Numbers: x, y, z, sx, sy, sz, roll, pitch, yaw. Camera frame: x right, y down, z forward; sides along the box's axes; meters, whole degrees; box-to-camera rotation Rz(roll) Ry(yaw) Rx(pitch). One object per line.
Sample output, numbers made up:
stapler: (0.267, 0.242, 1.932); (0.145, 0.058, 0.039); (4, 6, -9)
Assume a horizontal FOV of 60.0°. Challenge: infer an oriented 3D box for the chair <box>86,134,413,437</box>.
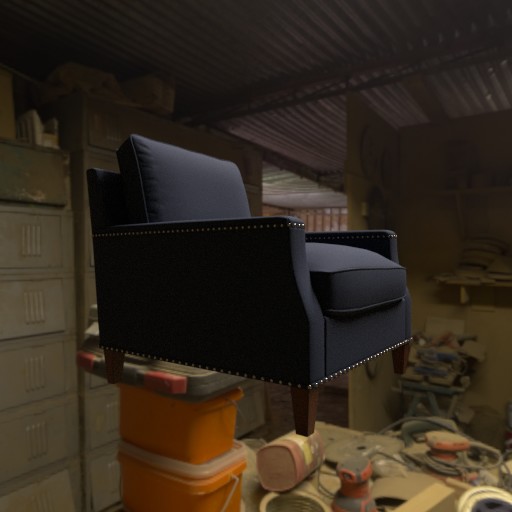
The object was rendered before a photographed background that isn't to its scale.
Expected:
chair: (0.000, 0.000, 1.740); (1.014, 0.943, 0.853); (0, 0, 36)
